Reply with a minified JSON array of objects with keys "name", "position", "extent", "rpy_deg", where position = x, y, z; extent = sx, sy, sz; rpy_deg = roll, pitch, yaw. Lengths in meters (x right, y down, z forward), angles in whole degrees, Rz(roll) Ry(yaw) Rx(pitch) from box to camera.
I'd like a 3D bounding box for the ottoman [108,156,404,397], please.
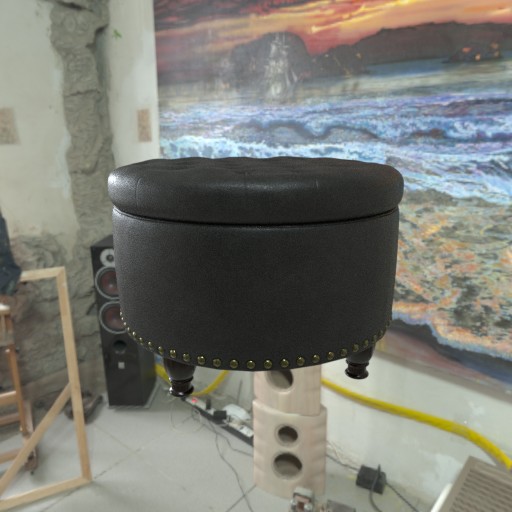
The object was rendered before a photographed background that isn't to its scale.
[{"name":"ottoman","position":[0.000,0.000,1.046],"extent":[0.637,0.442,0.637],"rpy_deg":[0,15,0]}]
